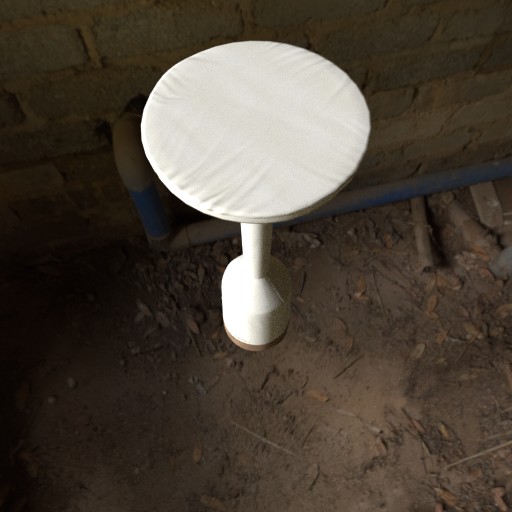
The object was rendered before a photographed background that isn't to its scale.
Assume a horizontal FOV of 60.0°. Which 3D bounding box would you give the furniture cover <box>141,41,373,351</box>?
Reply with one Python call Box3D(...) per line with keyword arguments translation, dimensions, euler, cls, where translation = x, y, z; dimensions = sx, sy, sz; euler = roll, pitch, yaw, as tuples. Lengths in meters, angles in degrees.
Box3D(translation=(0.000, 0.000, 2.818), dimensions=(0.914, 2.413, 0.914), euler=(33, 68, 16), cls="furniture cover")
